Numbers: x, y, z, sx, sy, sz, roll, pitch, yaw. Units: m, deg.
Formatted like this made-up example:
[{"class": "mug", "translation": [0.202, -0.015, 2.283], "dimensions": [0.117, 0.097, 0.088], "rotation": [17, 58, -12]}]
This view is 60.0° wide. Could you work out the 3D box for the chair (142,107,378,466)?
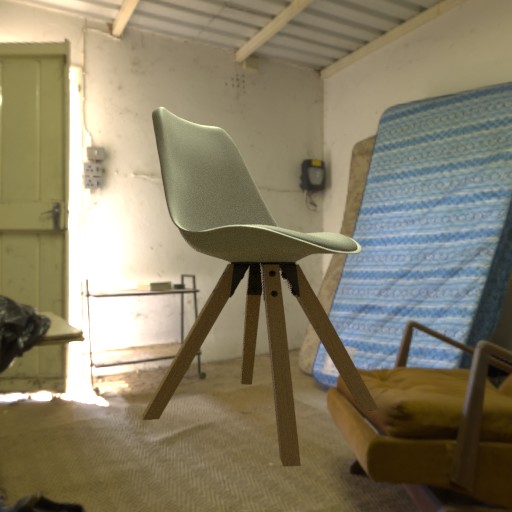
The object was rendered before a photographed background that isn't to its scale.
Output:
[{"class": "chair", "translation": [0.000, 0.000, 1.208], "dimensions": [0.550, 0.850, 0.485], "rotation": [0, -1, 37]}]
